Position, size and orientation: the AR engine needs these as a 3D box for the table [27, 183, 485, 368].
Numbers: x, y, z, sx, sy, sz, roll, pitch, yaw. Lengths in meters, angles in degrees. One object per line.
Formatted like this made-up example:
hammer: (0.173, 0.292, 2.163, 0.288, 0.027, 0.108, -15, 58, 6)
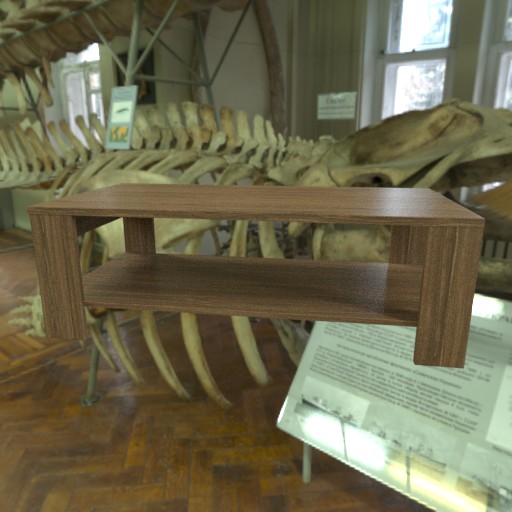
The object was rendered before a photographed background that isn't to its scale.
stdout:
table: (0.000, 0.000, 1.485, 1.200, 0.400, 0.600, 2, 16, 8)
